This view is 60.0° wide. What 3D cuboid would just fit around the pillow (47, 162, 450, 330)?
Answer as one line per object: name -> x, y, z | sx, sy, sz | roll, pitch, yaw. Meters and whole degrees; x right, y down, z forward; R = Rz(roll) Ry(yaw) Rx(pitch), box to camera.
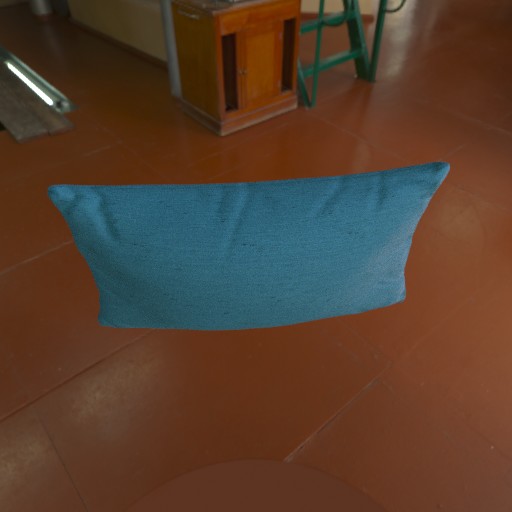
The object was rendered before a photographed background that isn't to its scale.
pillow -> 0.000, 0.000, 0.797 | 0.633, 0.338, 0.210 | -4, 44, -4
